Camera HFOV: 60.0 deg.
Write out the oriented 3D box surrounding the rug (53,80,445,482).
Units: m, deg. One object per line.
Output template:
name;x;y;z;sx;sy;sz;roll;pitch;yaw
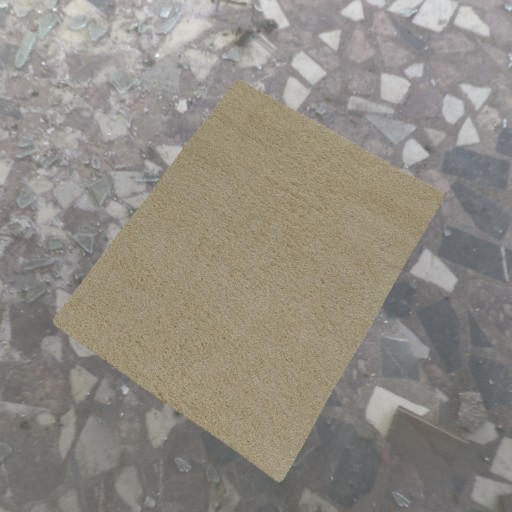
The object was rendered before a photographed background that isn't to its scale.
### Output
rug;0.000;0.000;4.086;2.401;0.025;3.001;32;77;8
